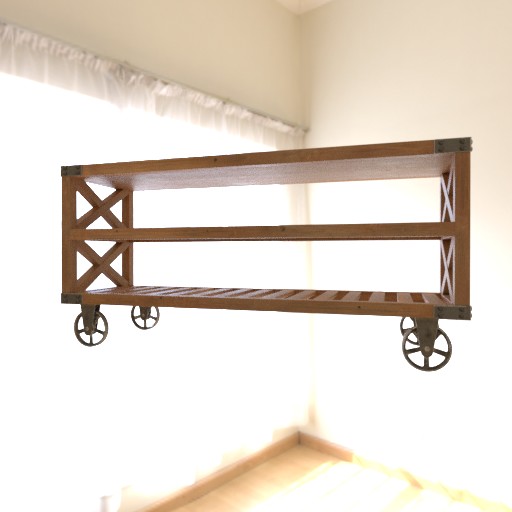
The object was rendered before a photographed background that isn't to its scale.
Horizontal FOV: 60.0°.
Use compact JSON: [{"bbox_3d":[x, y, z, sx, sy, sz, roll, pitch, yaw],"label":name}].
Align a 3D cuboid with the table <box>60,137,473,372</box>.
[{"bbox_3d":[0.000,0.000,1.747,1.487,0.711,0.467,0,0,17],"label":"table"}]
